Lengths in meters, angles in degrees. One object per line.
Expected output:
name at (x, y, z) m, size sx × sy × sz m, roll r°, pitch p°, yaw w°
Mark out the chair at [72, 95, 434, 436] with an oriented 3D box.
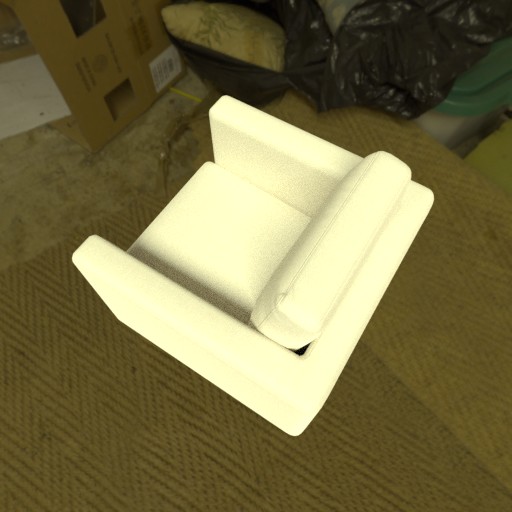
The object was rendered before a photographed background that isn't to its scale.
chair at (0.000, 0.000, 1.578) m, size 0.879 × 0.899 × 0.831 m, roll 29°, pitch 66°, yaw 15°
